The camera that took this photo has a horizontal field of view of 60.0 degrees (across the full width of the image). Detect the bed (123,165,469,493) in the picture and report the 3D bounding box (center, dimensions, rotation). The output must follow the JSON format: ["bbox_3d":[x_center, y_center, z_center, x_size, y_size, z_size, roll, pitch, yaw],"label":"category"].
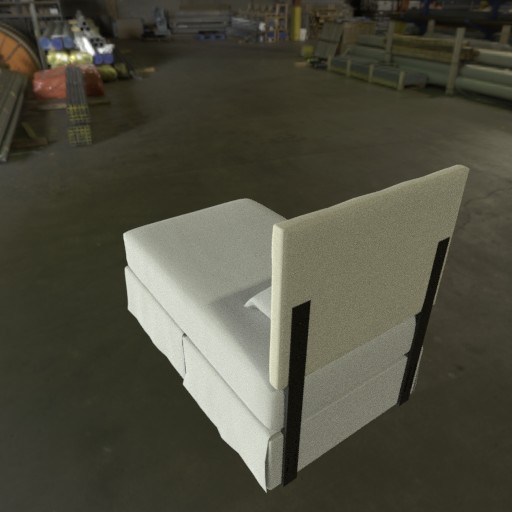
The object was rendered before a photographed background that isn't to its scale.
[{"bbox_3d":[0.000,0.000,2.923,1.261,1.571,1.997,-20,36,-29],"label":"bed"}]
